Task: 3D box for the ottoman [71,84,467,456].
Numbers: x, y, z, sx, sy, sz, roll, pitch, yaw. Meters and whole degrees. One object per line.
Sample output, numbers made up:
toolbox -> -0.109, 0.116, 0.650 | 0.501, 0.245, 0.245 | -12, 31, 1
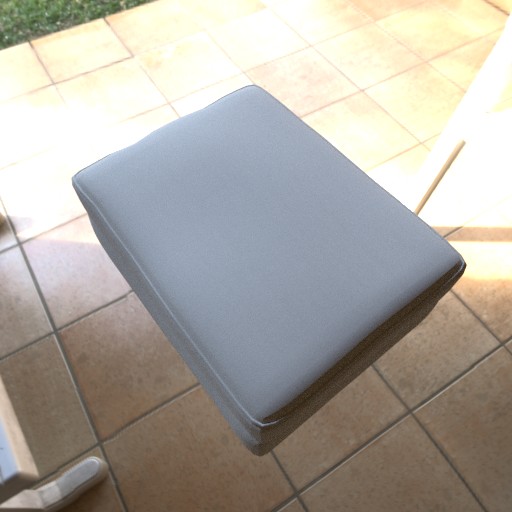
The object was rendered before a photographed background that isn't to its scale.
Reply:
ottoman -> 0.000, 0.000, 1.222 | 0.634, 0.479, 0.818 | -34, 65, -19
